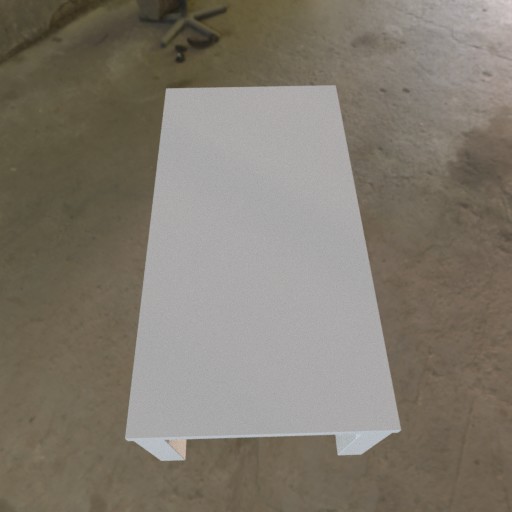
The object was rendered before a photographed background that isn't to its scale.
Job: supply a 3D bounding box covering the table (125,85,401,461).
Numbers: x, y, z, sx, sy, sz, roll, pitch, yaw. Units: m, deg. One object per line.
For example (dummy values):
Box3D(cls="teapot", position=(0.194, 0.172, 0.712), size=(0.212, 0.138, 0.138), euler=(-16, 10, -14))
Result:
Box3D(cls="table", position=(0.000, 0.000, 1.674), size=(0.700, 0.470, 1.350), euler=(-1, 58, -1))
